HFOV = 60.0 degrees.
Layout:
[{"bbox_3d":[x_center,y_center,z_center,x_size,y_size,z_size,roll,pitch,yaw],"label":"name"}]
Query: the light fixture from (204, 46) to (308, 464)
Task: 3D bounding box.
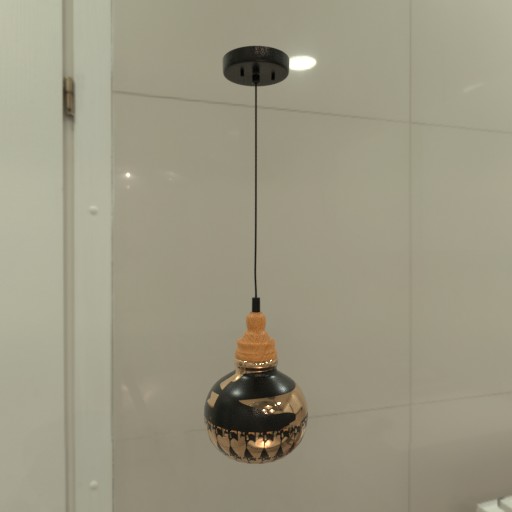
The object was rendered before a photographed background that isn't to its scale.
[{"bbox_3d":[0.000,0.000,1.836,0.430,1.606,0.430,0,1,-18],"label":"light fixture"}]
